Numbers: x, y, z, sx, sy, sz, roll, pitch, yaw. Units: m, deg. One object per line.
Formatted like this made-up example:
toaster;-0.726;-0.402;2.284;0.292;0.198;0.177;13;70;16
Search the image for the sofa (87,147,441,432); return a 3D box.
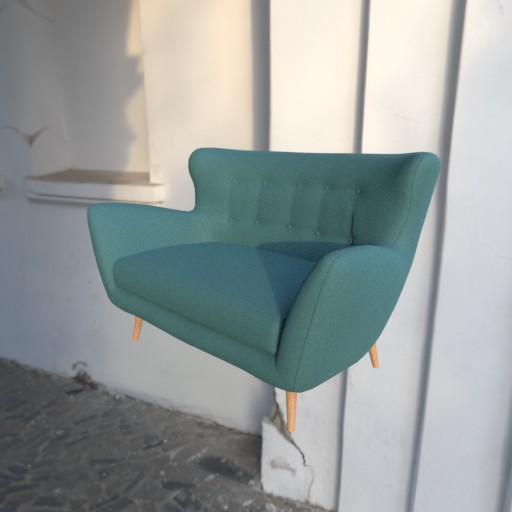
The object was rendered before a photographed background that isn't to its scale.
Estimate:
sofa;0.000;0.000;1.916;1.397;0.889;0.889;14;20;42
